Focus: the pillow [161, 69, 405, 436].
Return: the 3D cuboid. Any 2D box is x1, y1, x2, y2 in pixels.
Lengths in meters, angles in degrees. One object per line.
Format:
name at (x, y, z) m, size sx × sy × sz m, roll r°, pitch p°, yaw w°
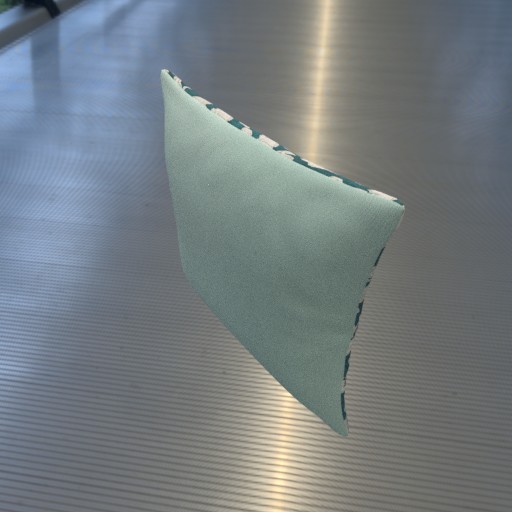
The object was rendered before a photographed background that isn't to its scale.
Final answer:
pillow at (0.000, 0.000, 0.785) m, size 0.166 × 0.508 × 0.525 m, roll -27°, pitch 48°, yaw -27°
